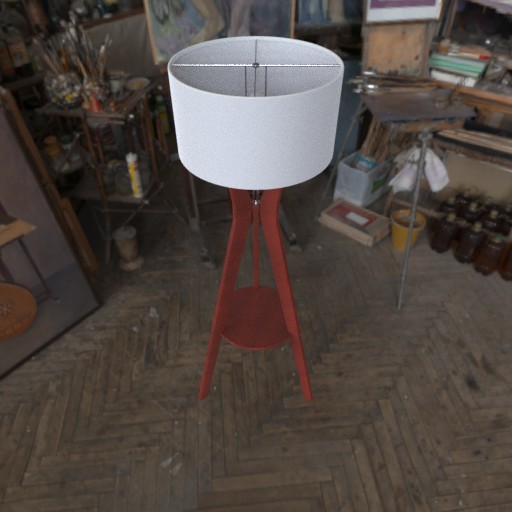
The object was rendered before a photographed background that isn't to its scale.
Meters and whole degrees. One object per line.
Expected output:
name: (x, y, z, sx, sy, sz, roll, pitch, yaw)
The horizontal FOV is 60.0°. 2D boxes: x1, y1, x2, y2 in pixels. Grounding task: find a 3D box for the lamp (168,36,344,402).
lamp: (0.000, 0.000, 1.716, 0.539, 1.472, 0.542, 0, 42, 0)
